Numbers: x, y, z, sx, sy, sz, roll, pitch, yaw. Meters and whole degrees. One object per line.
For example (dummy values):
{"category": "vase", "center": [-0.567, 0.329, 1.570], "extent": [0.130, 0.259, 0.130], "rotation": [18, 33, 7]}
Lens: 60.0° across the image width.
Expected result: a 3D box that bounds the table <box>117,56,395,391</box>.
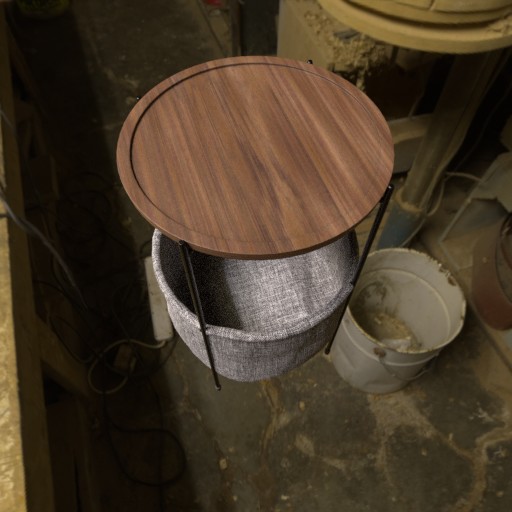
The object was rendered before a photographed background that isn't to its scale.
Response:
{"category": "table", "center": [0.000, 0.000, 0.886], "extent": [0.400, 0.623, 0.400], "rotation": [-16, 59, -10]}
